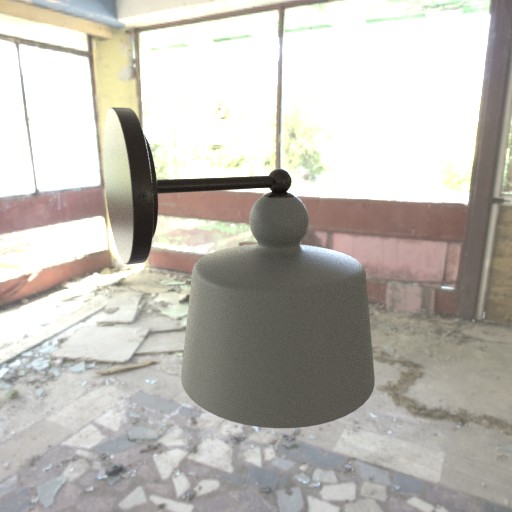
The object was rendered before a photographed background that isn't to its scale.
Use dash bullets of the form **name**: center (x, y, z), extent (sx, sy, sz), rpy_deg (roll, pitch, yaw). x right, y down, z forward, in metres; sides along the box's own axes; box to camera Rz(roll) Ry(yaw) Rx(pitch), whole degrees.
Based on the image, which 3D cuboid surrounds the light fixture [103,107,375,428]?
- **light fixture**: center (0.000, 0.000, 0.434), extent (0.254, 0.268, 0.204), rpy_deg (-7, 16, -26)
